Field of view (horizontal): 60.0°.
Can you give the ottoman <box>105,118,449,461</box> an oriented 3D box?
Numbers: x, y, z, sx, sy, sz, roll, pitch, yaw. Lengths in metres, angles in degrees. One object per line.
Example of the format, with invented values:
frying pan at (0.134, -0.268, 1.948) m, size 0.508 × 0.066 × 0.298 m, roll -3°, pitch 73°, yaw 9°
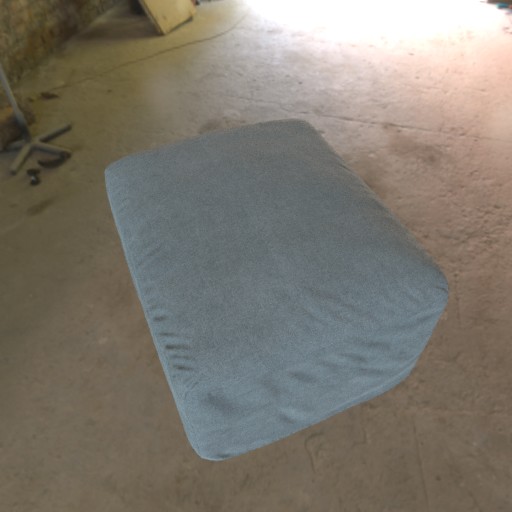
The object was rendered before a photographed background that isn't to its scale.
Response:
ottoman at (0.000, 0.000, 1.260) m, size 0.683 × 0.481 × 0.837 m, roll -18°, pitch 50°, yaw -15°
